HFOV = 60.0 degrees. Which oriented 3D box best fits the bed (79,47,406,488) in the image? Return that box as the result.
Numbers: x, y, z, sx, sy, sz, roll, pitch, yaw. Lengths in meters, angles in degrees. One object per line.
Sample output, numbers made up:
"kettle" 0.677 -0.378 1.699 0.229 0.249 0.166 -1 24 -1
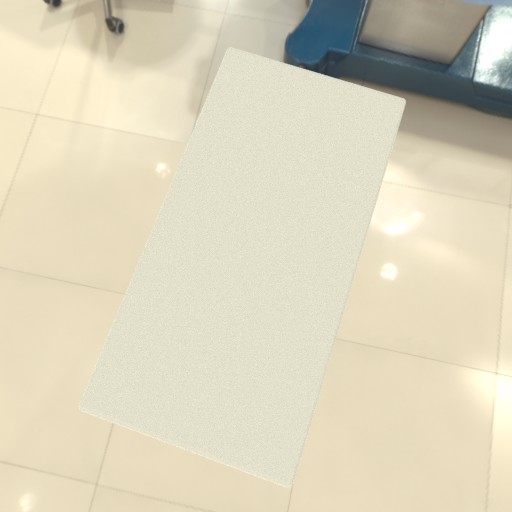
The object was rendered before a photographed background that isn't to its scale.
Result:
"bed" 0.000 0.000 2.341 0.961 0.616 1.902 18 77 4
